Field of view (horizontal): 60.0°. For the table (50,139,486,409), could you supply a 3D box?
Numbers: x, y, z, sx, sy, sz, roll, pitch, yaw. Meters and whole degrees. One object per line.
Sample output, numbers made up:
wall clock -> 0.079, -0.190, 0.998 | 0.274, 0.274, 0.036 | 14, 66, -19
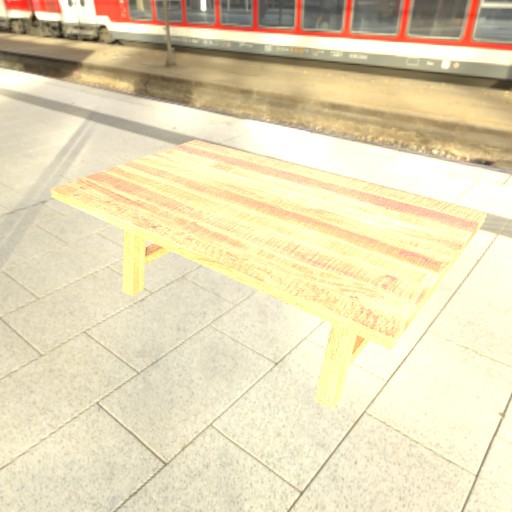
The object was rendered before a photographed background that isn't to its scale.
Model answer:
table -> 0.000, 0.000, 1.656 | 1.320, 0.455, 0.760 | 22, 38, 31
